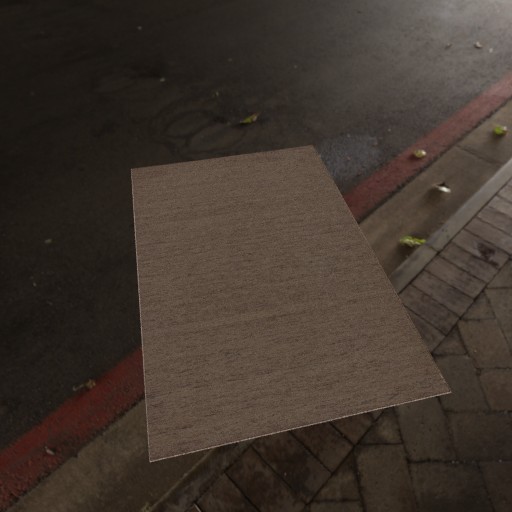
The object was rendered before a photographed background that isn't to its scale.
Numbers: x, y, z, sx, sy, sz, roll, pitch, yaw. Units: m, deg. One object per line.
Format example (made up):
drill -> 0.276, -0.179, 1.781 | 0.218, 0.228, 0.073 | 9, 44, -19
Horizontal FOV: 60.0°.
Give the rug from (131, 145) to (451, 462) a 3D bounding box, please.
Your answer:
rug -> 0.000, 0.000, 2.334 | 1.225, 0.013, 1.840 | -10, 48, -9
